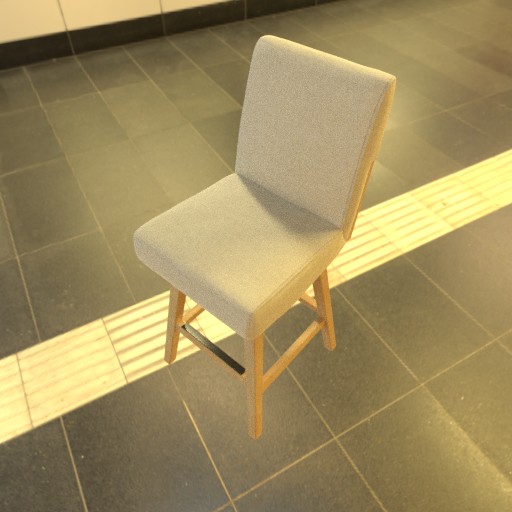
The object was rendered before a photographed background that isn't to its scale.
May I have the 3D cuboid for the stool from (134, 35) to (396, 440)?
[{"bbox_3d":[0.000,0.000,1.292,0.446,1.015,0.543,32,55,27],"label":"stool"}]
